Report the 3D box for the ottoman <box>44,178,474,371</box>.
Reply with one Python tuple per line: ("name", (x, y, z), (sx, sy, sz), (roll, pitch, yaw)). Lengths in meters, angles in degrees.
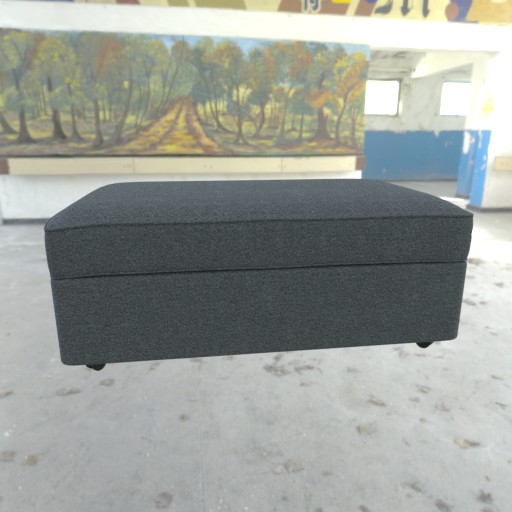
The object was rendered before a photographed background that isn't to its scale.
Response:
("ottoman", (0.000, 0.000, 1.532), (1.173, 0.494, 0.681), (-2, 16, -8))
